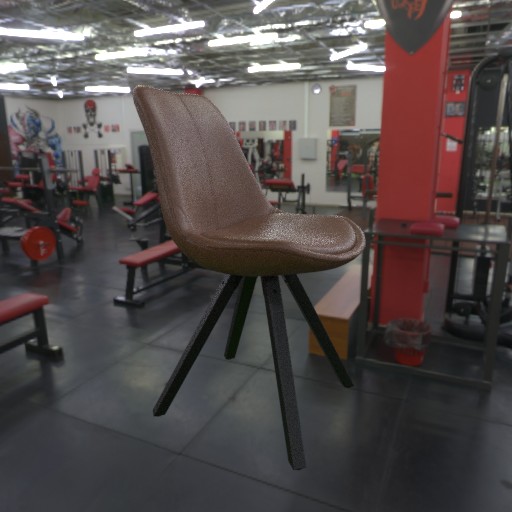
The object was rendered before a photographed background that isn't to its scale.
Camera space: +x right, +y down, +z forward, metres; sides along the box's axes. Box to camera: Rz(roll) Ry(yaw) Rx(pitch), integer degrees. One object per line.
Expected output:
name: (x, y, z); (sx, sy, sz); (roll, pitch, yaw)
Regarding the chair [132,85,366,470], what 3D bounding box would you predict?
chair: (0.000, 0.000, 1.168); (0.550, 0.850, 0.475); (7, 16, 27)
